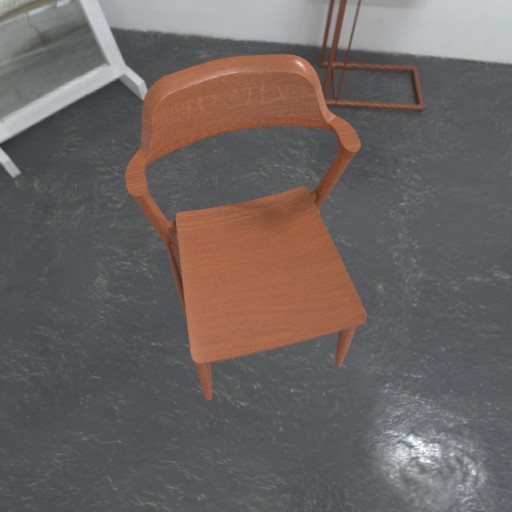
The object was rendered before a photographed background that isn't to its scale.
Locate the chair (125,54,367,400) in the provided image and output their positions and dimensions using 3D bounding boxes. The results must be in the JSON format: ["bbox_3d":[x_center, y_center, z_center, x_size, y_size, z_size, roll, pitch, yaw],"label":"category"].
[{"bbox_3d":[0.000,0.000,1.132,0.496,0.801,0.499,-13,64,-6],"label":"chair"}]
